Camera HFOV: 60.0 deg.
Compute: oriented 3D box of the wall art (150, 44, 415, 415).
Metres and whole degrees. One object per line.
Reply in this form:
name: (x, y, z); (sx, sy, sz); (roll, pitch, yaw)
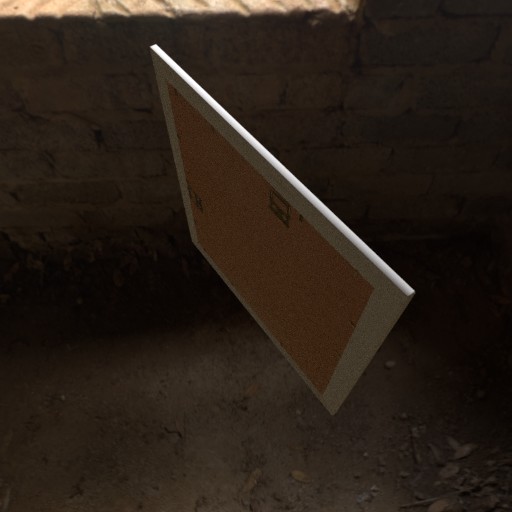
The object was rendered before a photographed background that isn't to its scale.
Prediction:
wall art: (0.000, 0.000, 0.867); (0.013, 0.584, 0.584); (-32, 63, -18)
